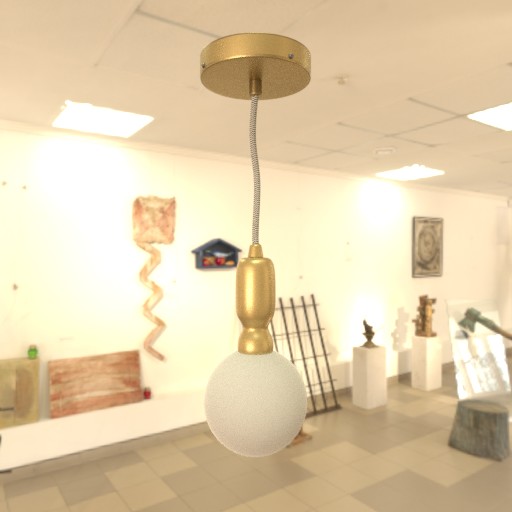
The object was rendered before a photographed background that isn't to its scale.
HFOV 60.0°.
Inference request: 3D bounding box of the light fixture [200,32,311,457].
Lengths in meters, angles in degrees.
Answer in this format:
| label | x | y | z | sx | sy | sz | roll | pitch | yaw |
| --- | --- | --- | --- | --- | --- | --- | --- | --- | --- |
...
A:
| label | x | y | z | sx | sy | sz | roll | pitch | yaw |
| --- | --- | --- | --- | --- | --- | --- | --- | --- | --- |
| light fixture | 0.000 | 0.000 | 0.575 | 0.147 | 0.510 | 0.146 | 0 | 0 | -35 |
